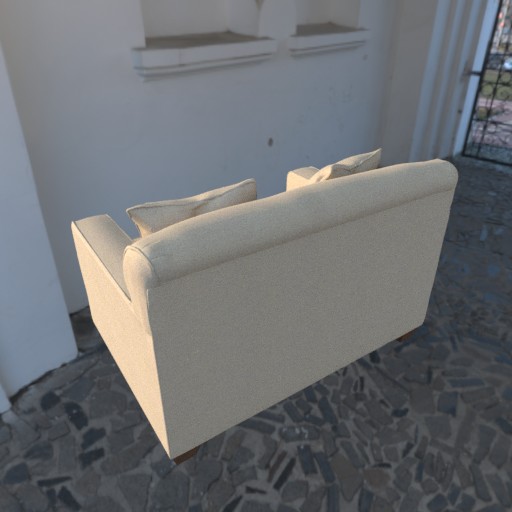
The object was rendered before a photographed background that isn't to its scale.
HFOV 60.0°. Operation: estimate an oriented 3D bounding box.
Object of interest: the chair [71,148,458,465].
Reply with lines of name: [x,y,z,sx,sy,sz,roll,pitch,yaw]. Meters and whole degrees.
chair: [0.000,0.000,2.033,1.383,0.948,1.000,-18,35,-29]
